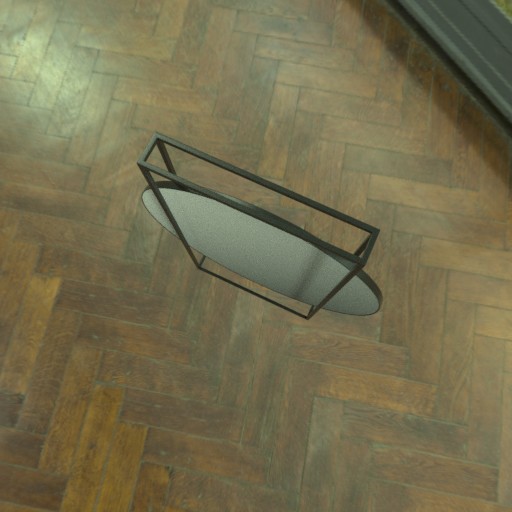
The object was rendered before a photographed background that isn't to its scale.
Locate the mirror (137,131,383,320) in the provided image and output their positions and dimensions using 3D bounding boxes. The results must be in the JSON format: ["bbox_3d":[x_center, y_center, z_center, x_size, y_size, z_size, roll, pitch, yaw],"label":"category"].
[{"bbox_3d":[0.000,0.000,0.847,0.508,0.603,0.051,25,77,6],"label":"mirror"}]
